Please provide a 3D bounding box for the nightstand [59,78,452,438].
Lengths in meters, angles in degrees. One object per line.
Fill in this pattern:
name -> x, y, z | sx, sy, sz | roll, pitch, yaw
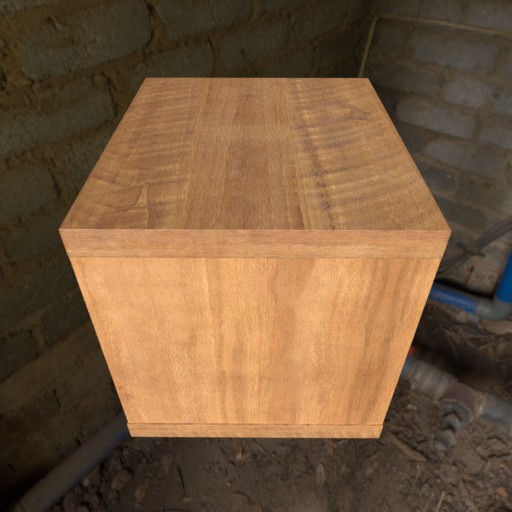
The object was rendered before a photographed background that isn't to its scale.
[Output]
nightstand -> 0.000, 0.000, 0.831 | 0.436, 0.491, 0.493 | 0, 40, 0
